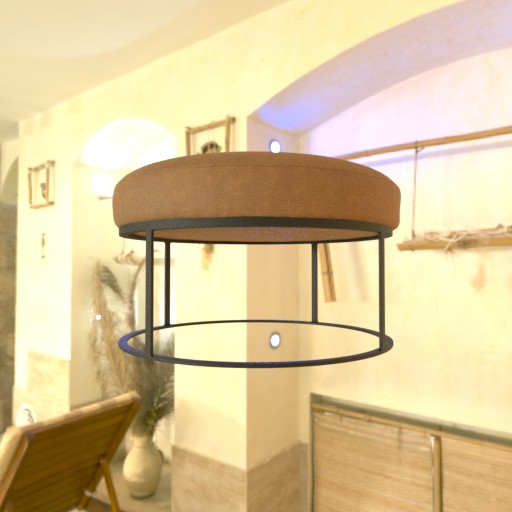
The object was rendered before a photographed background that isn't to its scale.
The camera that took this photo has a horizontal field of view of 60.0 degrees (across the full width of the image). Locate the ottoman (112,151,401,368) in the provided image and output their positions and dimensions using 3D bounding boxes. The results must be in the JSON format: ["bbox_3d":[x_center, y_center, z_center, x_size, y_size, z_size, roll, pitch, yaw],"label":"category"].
[{"bbox_3d":[0.000,0.000,1.245,0.771,0.460,0.771,0,-1,0],"label":"ottoman"}]
